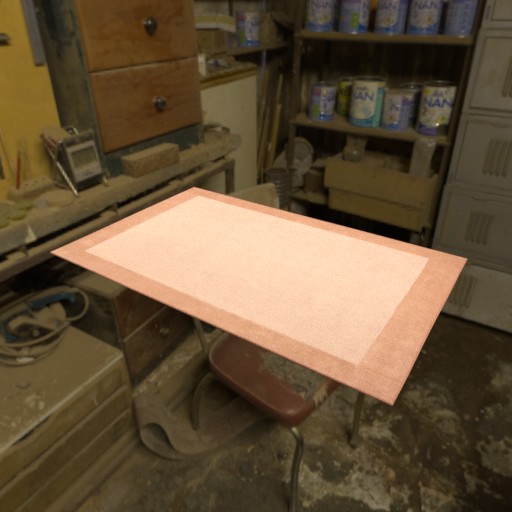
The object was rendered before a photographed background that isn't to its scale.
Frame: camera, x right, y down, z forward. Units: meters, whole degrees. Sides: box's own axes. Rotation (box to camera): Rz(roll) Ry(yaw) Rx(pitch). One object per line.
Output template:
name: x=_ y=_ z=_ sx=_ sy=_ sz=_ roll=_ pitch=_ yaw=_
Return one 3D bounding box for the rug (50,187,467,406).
rug: x=0.000 y=0.000 z=3.054 sx=2.438 sy=0.014 sz=1.524 roll=18 pitch=34 yaw=29
